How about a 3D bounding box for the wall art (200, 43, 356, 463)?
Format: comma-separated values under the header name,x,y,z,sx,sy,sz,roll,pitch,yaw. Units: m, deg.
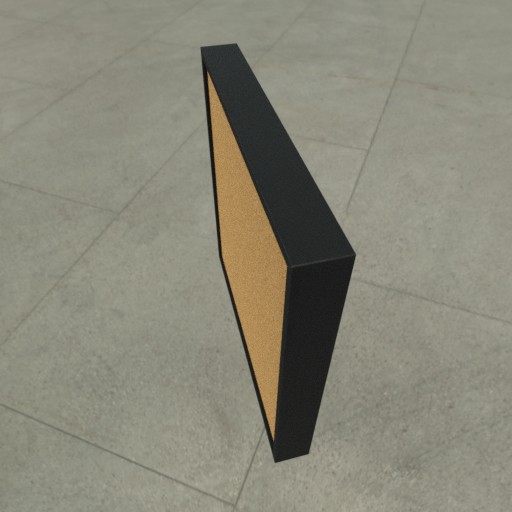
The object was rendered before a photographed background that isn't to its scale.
name,x,y,z,sx,sy,sz,roll,pitch,yaw
wall art,0.000,0.000,0.455,0.037,0.305,0.305,-10,47,-10
